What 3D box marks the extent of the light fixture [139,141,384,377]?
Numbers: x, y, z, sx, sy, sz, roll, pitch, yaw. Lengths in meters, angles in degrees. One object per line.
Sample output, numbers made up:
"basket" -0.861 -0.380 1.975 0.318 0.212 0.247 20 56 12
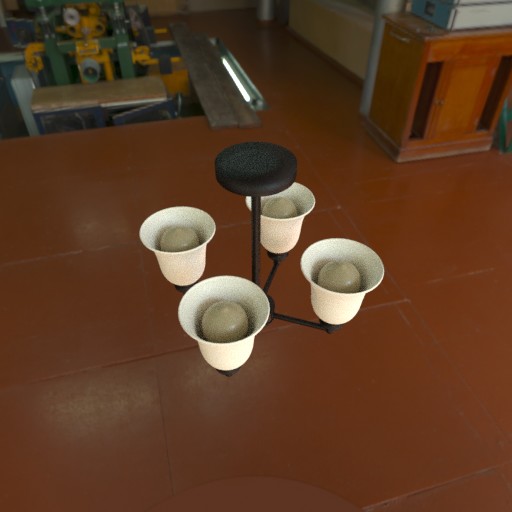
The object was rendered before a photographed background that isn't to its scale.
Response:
"light fixture" 0.000 0.000 1.920 1.069 0.925 1.069 13 43 14
